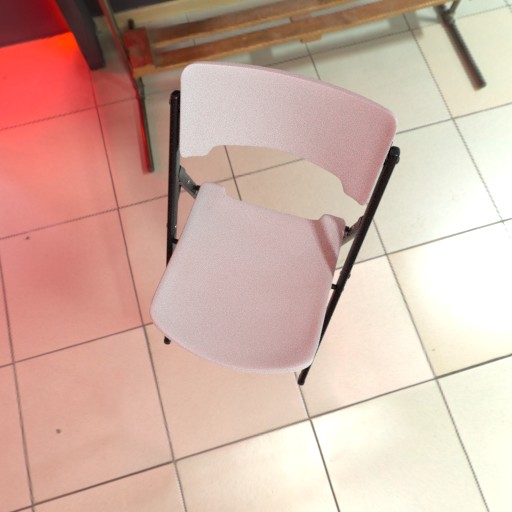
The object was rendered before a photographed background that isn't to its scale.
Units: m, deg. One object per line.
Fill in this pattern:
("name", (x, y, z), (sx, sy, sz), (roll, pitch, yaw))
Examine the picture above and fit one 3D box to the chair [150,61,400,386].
("chair", (0.000, 0.000, 1.140), (0.482, 0.765, 0.577), (16, 75, 4))
